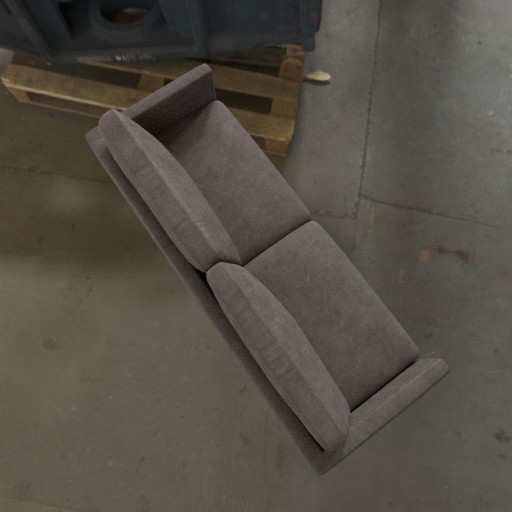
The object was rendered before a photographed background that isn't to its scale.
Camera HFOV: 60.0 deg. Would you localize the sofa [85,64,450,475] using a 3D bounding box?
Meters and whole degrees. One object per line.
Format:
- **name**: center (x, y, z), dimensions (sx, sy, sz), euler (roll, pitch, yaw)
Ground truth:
- **sofa**: center (0.000, 0.000, 2.846), dimensions (0.951, 0.965, 2.434), euler (-35, 78, -9)
